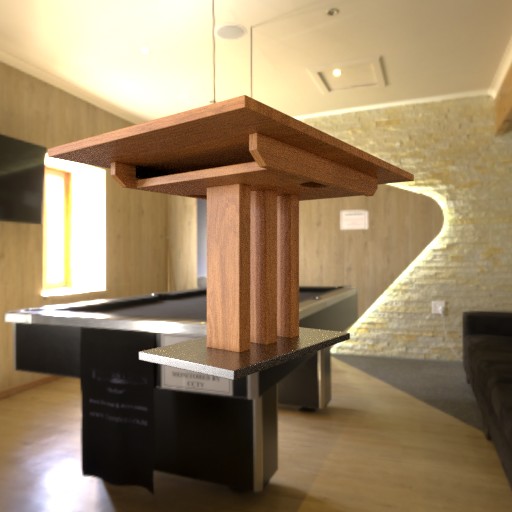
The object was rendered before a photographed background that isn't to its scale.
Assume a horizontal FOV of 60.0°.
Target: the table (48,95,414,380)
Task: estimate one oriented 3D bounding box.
[{"bbox_3d":[0.000,0.000,1.846,0.900,0.770,1.300,0,0,37],"label":"table"}]
